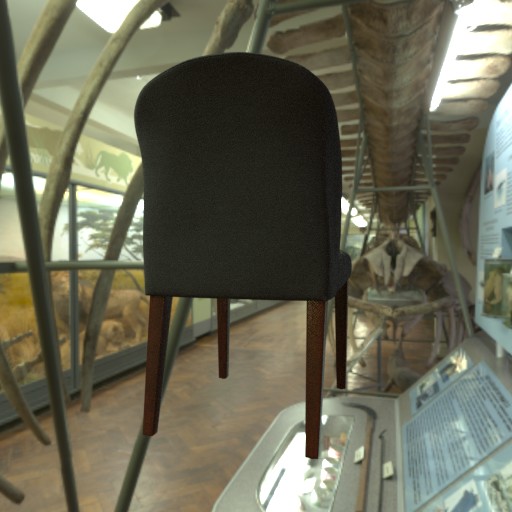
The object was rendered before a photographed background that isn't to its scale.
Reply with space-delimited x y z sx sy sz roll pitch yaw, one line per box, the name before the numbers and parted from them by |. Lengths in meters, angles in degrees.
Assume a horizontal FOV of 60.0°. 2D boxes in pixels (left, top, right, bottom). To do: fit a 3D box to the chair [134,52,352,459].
chair | 0.000 0.000 1.253 0.506 0.879 0.619 0 0 17
